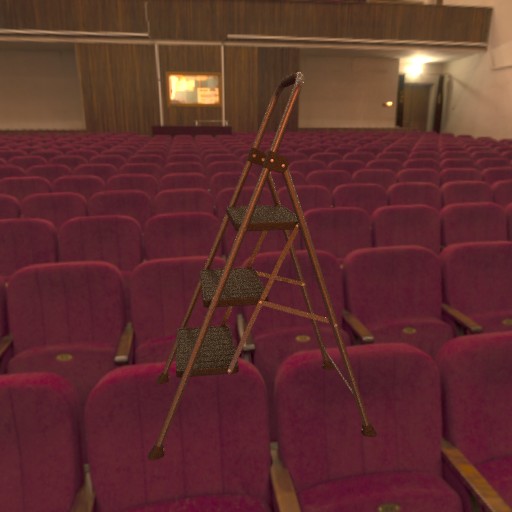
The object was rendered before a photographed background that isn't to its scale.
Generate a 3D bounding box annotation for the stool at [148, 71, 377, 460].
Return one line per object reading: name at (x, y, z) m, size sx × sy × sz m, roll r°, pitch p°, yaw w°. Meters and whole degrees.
stool at (0.000, 0.000, 1.465) m, size 0.733 × 1.121 × 0.473 m, roll -2°, pitch 15°, yaw -8°
